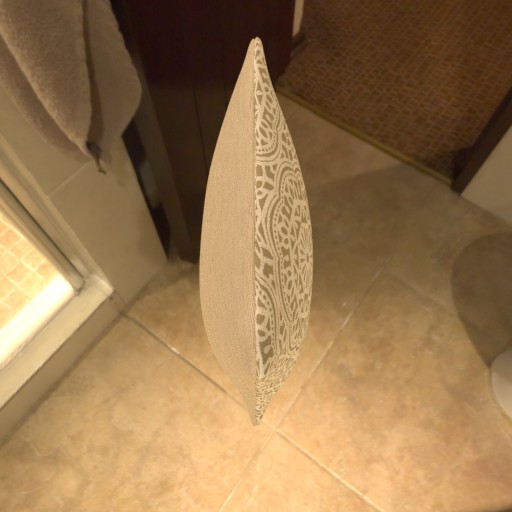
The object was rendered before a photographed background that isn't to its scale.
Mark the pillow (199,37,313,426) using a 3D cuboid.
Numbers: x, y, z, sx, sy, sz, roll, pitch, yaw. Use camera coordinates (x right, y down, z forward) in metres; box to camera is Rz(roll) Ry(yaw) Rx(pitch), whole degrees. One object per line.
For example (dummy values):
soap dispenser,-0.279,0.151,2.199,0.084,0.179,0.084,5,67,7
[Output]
pillow,0.000,0.000,0.657,0.167,0.421,0.438,0,63,0
